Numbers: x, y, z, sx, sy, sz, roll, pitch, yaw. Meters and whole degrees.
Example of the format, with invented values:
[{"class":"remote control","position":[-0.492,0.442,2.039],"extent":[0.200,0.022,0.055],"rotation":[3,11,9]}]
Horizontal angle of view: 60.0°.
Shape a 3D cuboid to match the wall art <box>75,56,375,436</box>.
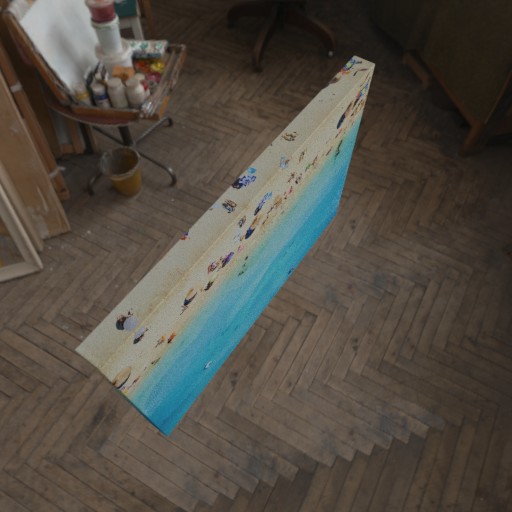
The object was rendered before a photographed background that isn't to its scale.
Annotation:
[{"class":"wall art","position":[0.000,0.000,0.762],"extent":[0.039,0.406,0.609],"rotation":[31,64,17]}]
